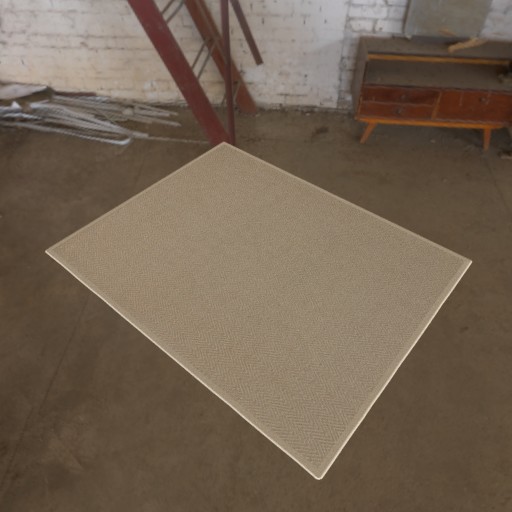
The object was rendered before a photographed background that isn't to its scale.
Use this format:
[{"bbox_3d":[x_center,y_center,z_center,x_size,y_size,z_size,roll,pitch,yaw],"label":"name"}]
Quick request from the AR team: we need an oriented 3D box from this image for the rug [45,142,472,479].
[{"bbox_3d":[0.000,0.000,4.018,3.051,0.020,2.407,31,54,26],"label":"rug"}]
